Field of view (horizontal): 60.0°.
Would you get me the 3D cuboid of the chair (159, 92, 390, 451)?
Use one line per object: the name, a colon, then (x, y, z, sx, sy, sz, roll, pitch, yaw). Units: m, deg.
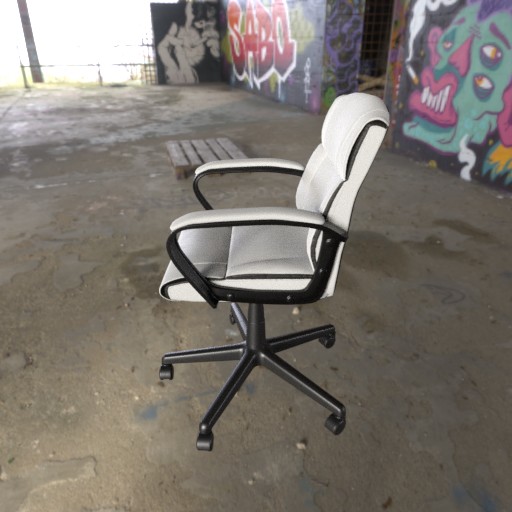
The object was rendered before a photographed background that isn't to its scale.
chair: (0.000, 0.000, 1.463, 0.717, 1.004, 0.739, 0, 26, 1)
